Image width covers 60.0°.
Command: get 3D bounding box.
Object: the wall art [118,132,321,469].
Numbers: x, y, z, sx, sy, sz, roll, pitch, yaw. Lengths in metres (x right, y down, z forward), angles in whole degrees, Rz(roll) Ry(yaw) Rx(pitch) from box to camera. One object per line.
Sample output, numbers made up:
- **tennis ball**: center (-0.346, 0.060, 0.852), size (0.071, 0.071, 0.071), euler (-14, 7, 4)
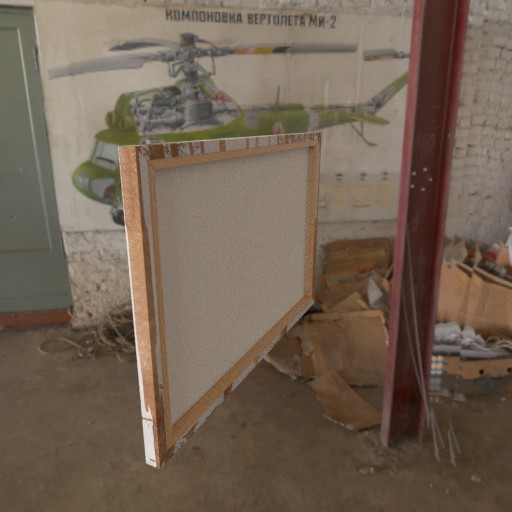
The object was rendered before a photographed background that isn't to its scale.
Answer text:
- **wall art**: center (0.000, 0.000, 1.169), size (0.035, 0.609, 0.914), euler (8, 19, 25)
